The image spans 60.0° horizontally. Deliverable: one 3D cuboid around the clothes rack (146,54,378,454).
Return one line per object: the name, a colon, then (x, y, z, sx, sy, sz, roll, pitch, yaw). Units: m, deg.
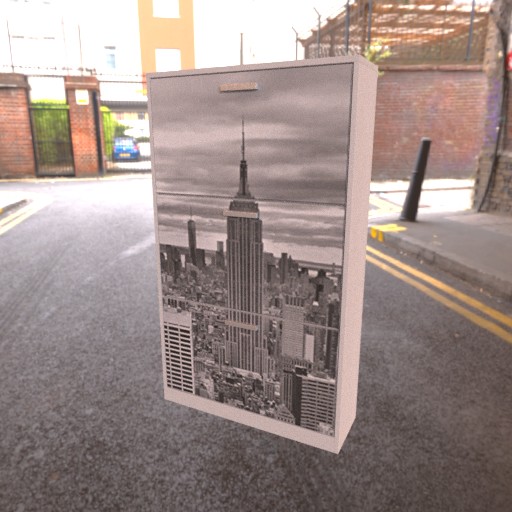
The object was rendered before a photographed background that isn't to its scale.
clothes rack: (0.000, 0.000, 1.635, 0.750, 1.280, 0.250, 7, 16, 26)
